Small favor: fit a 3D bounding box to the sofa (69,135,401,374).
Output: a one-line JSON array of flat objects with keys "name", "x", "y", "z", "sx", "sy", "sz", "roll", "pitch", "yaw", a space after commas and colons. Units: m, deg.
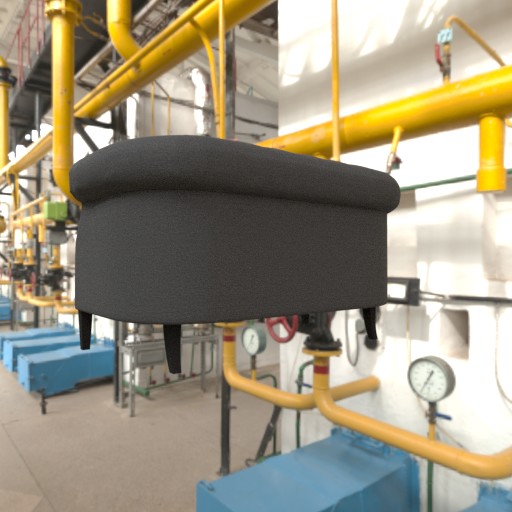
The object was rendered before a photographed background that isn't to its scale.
[{"name": "sofa", "x": 0.000, "y": 0.000, "z": 2.082, "sx": 1.558, "sy": 0.827, "sz": 0.835, "roll": 1, "pitch": -1, "yaw": -38}]
